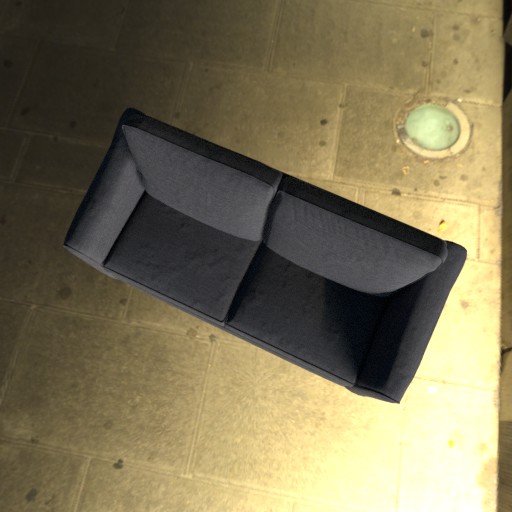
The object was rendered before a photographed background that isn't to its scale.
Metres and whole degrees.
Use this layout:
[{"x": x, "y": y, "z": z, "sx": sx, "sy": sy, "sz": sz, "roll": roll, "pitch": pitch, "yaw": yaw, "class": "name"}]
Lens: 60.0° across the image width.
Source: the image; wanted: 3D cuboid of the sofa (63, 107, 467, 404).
[{"x": 0.000, "y": 0.000, "z": 2.806, "sx": 2.270, "sy": 0.950, "sz": 0.971, "roll": 24, "pitch": 75, "yaw": 7, "class": "sofa"}]
